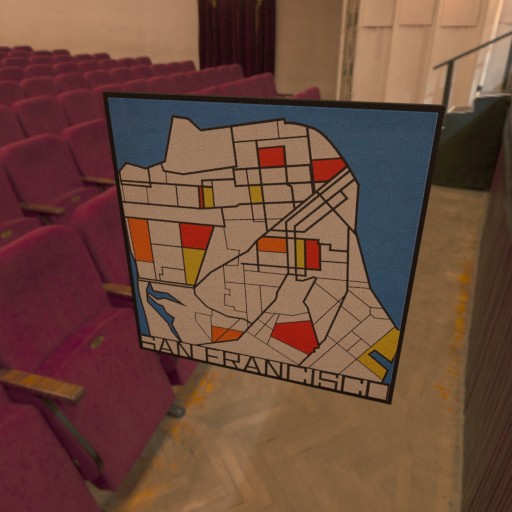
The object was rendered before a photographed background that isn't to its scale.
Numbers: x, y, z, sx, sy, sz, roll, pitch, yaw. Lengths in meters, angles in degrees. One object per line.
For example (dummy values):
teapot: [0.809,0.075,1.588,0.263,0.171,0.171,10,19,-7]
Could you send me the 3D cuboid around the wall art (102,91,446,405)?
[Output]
wall art: [0.000,0.000,0.675,0.458,0.457,0.013,8,28,16]
